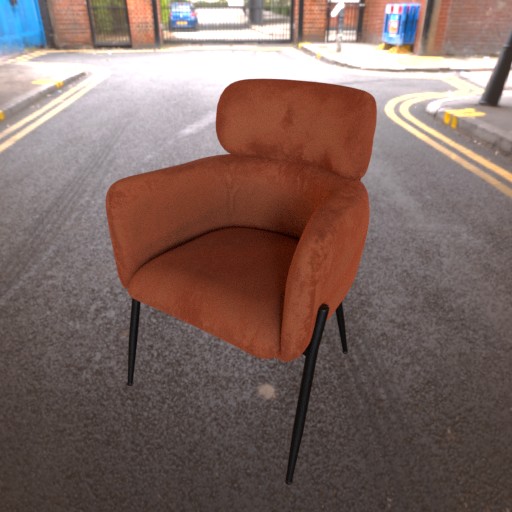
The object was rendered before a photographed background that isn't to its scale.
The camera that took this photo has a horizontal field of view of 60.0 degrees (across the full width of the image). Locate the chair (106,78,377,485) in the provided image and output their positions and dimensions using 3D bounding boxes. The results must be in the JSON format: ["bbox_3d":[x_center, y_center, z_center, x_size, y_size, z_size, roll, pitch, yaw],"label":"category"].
[{"bbox_3d":[0.000,0.000,1.113,0.561,0.772,0.523,19,34,30],"label":"chair"}]
